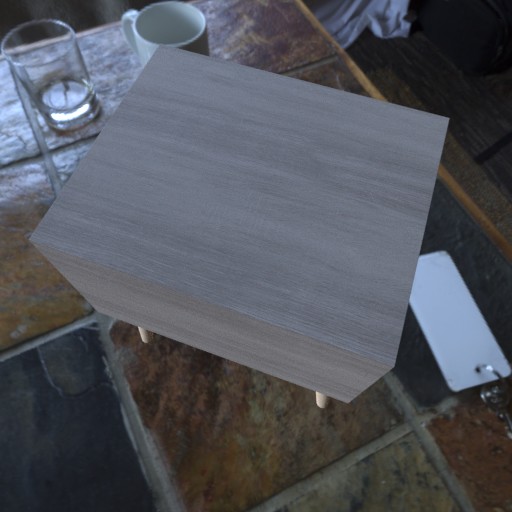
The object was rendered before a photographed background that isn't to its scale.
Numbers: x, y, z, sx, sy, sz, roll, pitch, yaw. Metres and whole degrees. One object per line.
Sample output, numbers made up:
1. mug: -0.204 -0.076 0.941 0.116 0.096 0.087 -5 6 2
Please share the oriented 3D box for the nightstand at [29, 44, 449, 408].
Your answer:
1. nightstand: 0.000 0.000 0.808 0.450 0.500 0.380 18 65 9
